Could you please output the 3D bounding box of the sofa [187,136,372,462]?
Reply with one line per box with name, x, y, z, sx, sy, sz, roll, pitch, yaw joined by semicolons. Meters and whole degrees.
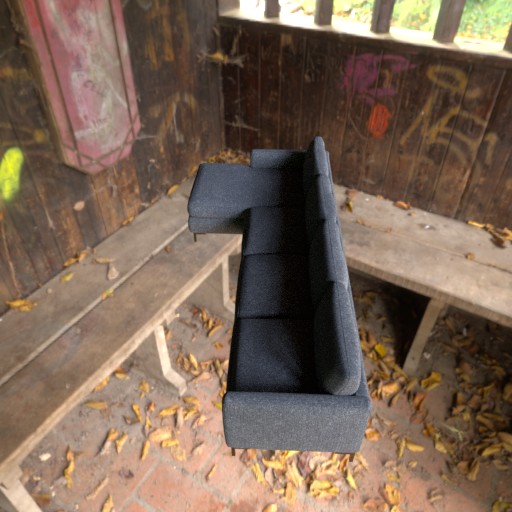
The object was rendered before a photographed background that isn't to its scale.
sofa;0.000;0.000;3.542;1.350;0.810;2.932;2;40;2
